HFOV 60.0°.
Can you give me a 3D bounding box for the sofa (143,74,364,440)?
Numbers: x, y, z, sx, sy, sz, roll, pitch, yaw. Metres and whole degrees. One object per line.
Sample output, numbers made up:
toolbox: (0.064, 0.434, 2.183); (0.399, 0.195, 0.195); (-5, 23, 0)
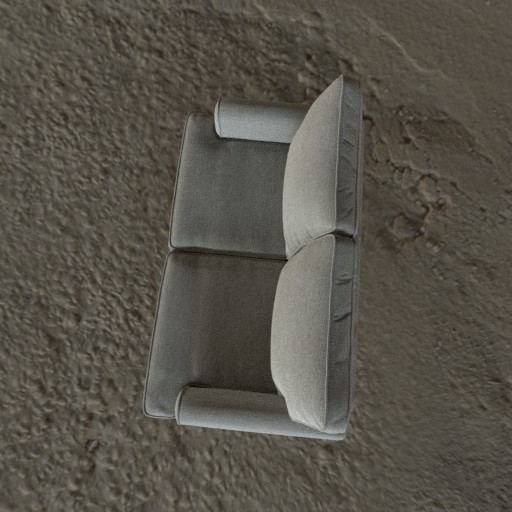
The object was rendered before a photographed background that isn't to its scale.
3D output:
sofa: (0.000, 0.000, 2.231); (0.965, 0.965, 1.651); (5, 75, 1)
